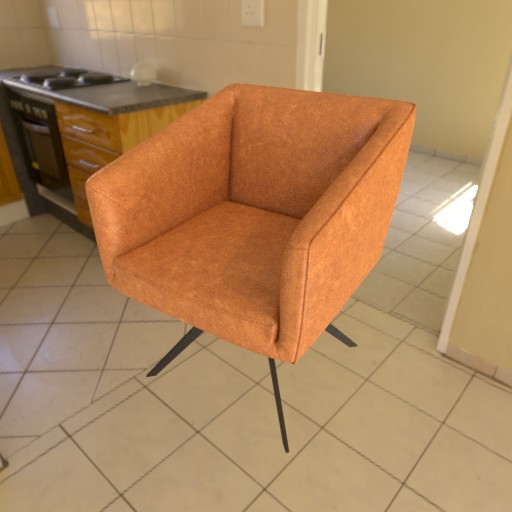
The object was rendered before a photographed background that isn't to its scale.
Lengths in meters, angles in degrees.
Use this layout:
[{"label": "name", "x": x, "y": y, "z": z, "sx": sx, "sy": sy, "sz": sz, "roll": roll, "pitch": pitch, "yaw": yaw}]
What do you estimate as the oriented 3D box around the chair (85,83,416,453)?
[{"label": "chair", "x": 0.000, "y": 0.000, "z": 1.204, "sx": 0.588, "sy": 0.760, "sz": 0.625, "roll": 18, "pitch": 35, "yaw": 28}]
